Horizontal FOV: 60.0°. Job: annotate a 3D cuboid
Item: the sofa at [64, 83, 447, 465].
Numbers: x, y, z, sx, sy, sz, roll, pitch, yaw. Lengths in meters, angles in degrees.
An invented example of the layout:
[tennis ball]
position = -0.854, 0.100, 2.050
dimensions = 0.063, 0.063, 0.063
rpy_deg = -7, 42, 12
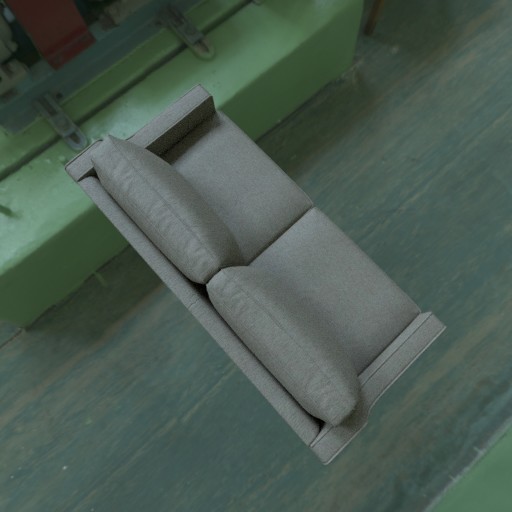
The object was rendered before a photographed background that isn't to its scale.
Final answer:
[sofa]
position = 0.000, 0.000, 2.813
dimensions = 1.073, 1.074, 2.181
rpy_deg = -42, 80, -9
